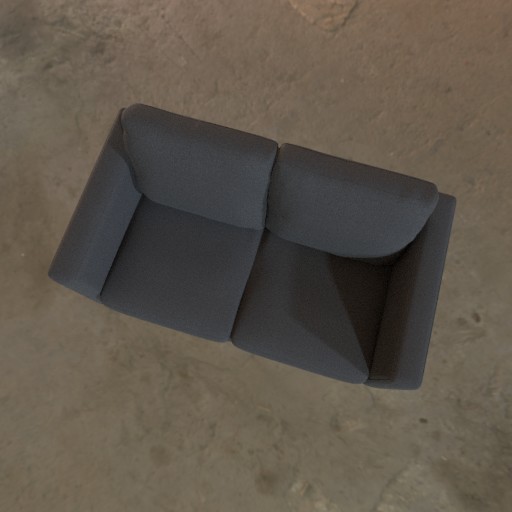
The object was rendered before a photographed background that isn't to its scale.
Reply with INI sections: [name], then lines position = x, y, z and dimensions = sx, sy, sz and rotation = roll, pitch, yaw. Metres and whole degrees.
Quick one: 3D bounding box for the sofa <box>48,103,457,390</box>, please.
[sofa]
position = 0.000, 0.000, 1.918
dimensions = 1.430, 0.908, 0.796
rotation = 16, 75, 5
